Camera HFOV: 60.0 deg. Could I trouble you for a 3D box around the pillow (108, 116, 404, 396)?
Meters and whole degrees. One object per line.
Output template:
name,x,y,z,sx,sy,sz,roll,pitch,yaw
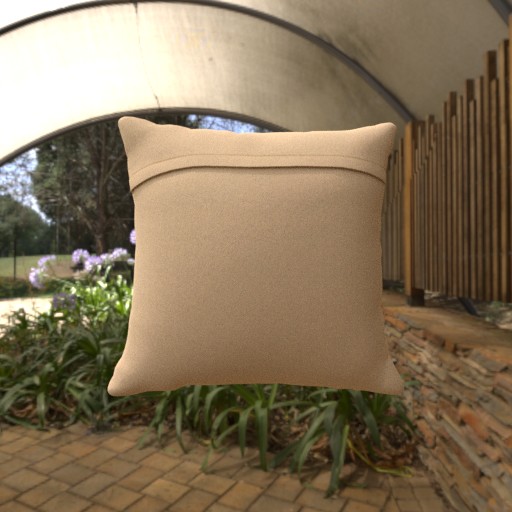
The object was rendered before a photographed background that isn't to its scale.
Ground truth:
pillow,0.000,0.000,0.808,0.536,0.506,0.229,0,-1,-1
